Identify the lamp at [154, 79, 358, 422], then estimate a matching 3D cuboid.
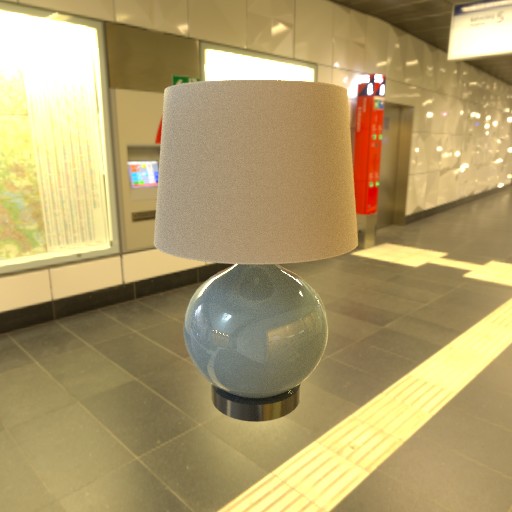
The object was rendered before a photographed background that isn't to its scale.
[{"bbox_3d":[0.000,0.000,0.553,0.247,0.387,0.247,0,14,0],"label":"lamp"}]
